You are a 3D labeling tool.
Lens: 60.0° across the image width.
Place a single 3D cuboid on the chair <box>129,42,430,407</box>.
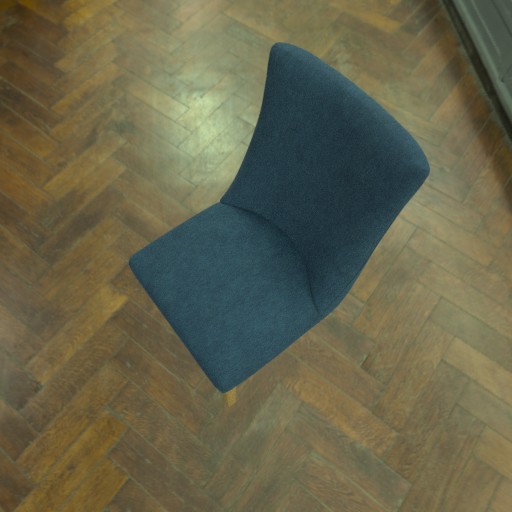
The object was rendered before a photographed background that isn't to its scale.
[{"bbox_3d":[0.000,0.000,1.273,0.609,0.902,0.495,-35,69,-16],"label":"chair"}]
